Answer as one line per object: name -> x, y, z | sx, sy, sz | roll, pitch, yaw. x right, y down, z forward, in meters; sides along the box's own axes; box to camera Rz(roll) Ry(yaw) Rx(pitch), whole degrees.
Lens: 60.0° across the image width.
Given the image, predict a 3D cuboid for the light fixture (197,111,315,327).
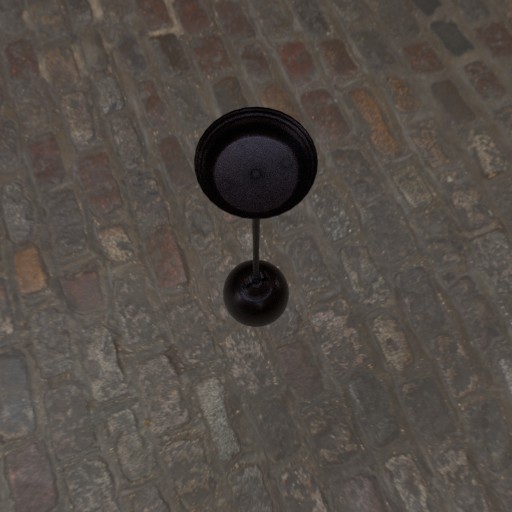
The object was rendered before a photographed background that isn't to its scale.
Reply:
light fixture -> 0.000, 0.000, 0.856 | 0.182, 0.768, 0.182 | -21, 75, -6
